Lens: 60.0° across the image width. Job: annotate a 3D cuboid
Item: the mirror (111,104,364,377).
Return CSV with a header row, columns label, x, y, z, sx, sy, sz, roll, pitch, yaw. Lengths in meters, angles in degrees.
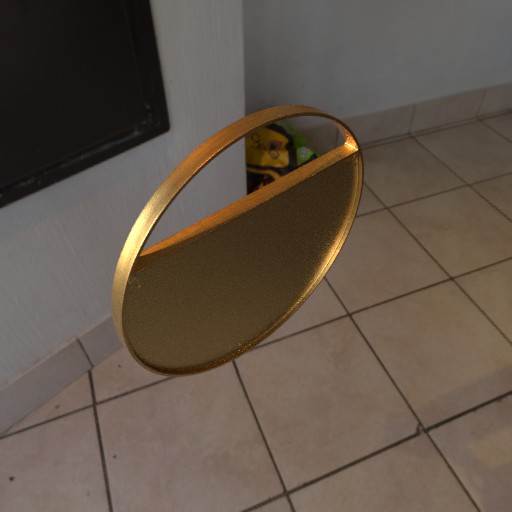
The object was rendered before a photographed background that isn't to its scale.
label,x,y,z,sx,sy,sz,roll,pitch,yaw
mirror,0.000,0.000,0.834,0.565,0.565,0.032,-32,54,-26
